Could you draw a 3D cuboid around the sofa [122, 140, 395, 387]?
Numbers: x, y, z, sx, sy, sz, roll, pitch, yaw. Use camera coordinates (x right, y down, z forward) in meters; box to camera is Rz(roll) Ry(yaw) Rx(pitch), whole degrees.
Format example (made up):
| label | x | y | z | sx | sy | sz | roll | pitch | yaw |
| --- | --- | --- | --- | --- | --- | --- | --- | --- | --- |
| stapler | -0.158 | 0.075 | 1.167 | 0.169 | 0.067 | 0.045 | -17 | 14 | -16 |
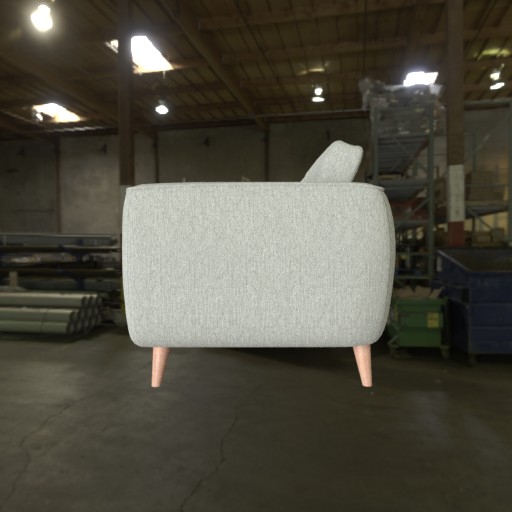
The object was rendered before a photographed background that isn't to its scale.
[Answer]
| label | x | y | z | sx | sy | sz | roll | pitch | yaw |
| --- | --- | --- | --- | --- | --- | --- | --- | --- | --- |
| sofa | 0.000 | 0.000 | 2.196 | 0.920 | 0.850 | 1.700 | 0 | 2 | 0 |
